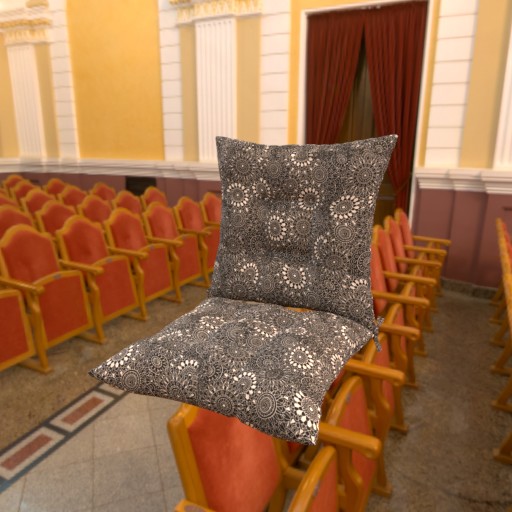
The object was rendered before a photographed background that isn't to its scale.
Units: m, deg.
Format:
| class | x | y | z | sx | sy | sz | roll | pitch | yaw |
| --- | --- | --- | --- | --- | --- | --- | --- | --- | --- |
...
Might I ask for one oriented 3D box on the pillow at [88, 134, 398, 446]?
| class | x | y | z | sx | sy | sz | roll | pitch | yaw |
| --- | --- | --- | --- | --- | --- | --- | --- | --- | --- |
| pillow | 0.000 | 0.000 | 1.011 | 0.541 | 0.536 | 0.585 | 7 | 17 | 26 |
